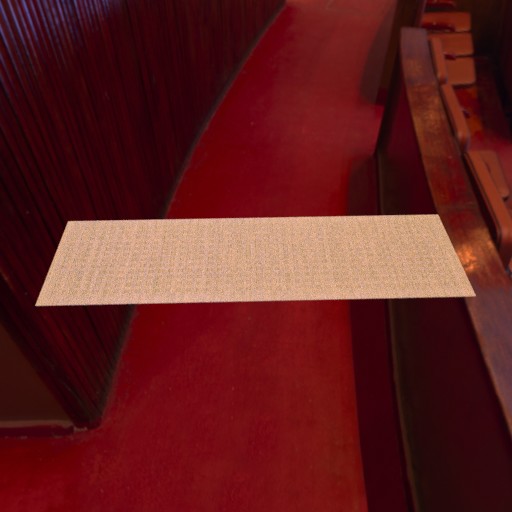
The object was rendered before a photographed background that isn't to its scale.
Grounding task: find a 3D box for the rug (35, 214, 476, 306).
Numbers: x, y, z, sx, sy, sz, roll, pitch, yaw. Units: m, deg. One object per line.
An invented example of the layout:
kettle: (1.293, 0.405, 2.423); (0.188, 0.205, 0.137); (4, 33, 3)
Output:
rug: (0.000, 0.000, 2.687); (2.437, 0.006, 0.686); (-1, 47, -1)
